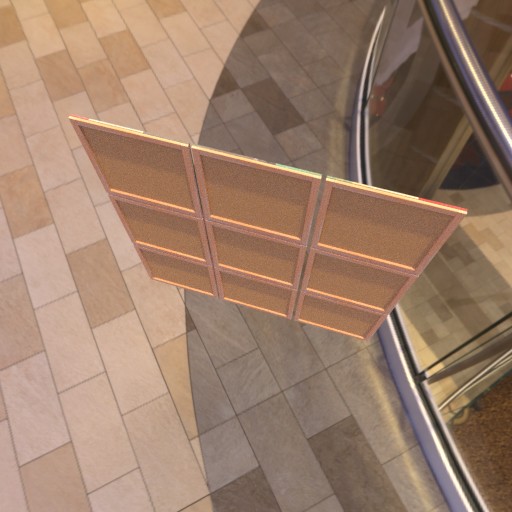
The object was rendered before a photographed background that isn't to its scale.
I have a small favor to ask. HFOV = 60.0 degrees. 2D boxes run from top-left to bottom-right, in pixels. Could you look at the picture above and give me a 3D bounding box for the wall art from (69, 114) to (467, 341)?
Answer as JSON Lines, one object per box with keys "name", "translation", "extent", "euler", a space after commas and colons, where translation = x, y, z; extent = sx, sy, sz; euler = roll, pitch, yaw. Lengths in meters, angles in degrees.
{"name": "wall art", "translation": [0.000, 0.000, 1.379], "extent": [0.911, 0.910, 0.012], "euler": [15, 64, 8]}
